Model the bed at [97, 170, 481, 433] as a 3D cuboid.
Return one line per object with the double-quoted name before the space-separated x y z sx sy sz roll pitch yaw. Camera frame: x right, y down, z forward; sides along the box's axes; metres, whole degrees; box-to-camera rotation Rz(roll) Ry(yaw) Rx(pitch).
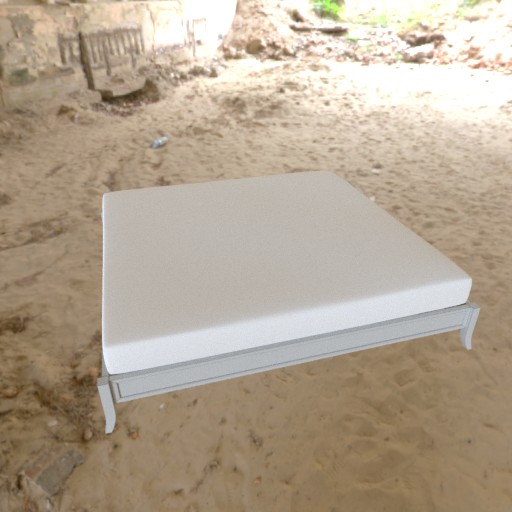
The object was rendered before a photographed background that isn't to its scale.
"bed" 0.000 0.000 3.100 2.108 0.510 2.007 -9 32 -14
